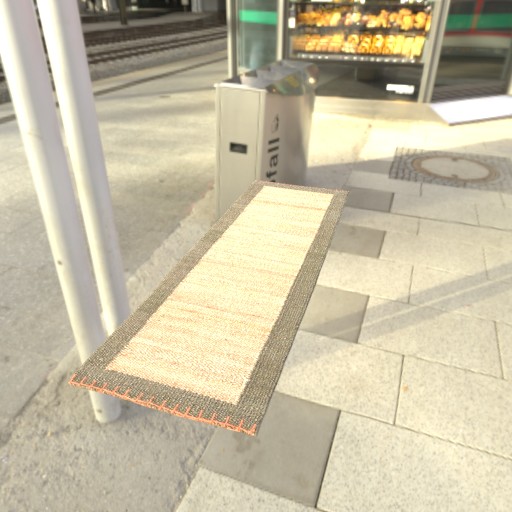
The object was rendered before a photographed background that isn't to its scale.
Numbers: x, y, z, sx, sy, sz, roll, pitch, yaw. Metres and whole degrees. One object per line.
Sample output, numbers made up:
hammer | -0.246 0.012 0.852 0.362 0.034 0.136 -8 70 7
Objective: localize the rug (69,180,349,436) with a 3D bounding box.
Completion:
rug | 0.000 0.000 2.661 0.810 0.016 2.413 10 32 16
